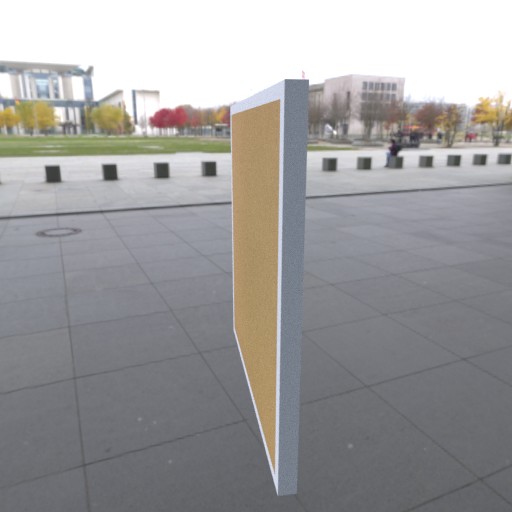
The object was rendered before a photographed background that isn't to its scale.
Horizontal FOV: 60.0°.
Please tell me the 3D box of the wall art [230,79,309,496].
[{"bbox_3d":[0.000,0.000,1.128,0.038,0.761,0.763,-3,16,-9],"label":"wall art"}]
